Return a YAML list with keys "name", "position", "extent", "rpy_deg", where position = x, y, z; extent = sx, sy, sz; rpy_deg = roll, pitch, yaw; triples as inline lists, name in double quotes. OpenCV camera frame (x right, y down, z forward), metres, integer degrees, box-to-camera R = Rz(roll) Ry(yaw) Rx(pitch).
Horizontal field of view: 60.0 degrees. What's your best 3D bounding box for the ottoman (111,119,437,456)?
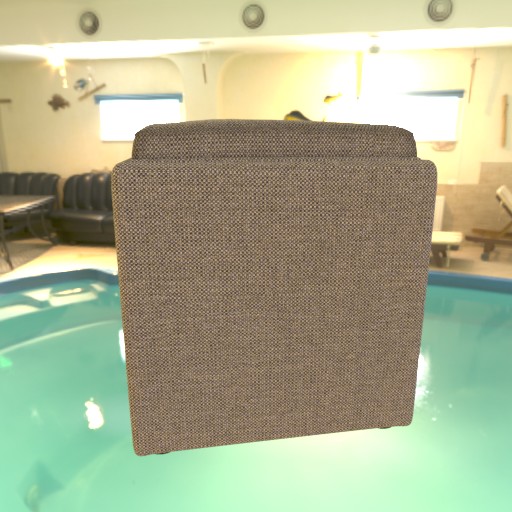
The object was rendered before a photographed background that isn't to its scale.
- name: "ottoman"
  position: [0.000, 0.000, 0.825]
  extent: [0.436, 0.487, 0.454]
  rpy_deg: [-3, 15, -9]
